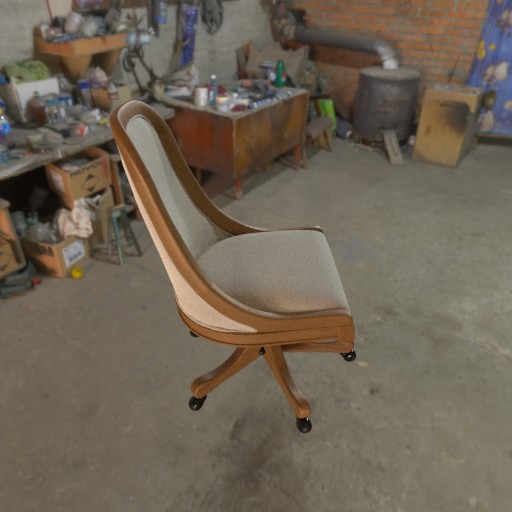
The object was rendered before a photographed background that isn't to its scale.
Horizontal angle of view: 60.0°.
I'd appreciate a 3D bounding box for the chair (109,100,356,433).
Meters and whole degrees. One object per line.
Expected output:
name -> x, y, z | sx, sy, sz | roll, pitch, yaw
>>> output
chair -> 0.000, 0.000, 1.529 | 0.811, 1.009, 0.702 | -1, 32, -2
